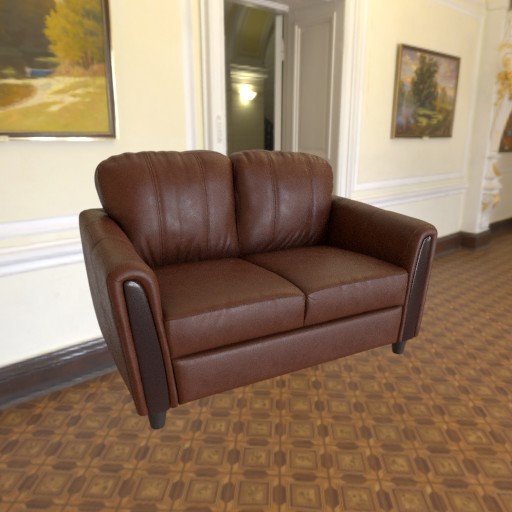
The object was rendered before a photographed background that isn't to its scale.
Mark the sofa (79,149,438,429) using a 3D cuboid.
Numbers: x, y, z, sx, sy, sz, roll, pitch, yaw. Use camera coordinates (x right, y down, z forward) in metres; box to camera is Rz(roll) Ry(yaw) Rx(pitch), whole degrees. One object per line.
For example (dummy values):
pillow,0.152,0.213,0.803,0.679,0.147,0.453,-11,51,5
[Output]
sofa,0.000,0.000,1.967,1.406,0.906,0.805,-8,17,-28
